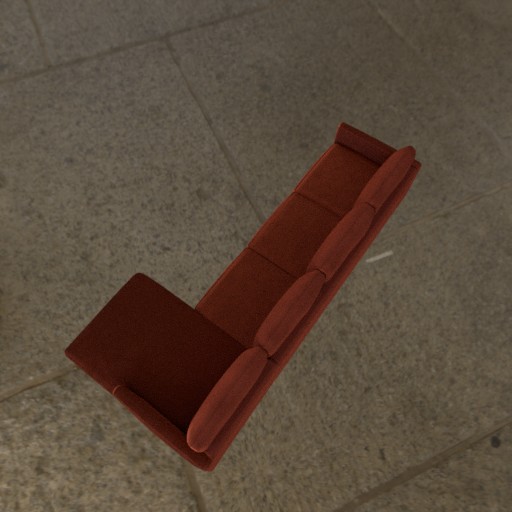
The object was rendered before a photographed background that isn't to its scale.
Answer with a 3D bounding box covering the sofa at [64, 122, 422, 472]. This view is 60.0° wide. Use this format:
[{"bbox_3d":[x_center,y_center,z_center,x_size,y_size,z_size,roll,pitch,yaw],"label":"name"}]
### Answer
[{"bbox_3d":[0.000,0.000,3.535,1.350,0.810,2.932,34,68,15],"label":"sofa"}]
